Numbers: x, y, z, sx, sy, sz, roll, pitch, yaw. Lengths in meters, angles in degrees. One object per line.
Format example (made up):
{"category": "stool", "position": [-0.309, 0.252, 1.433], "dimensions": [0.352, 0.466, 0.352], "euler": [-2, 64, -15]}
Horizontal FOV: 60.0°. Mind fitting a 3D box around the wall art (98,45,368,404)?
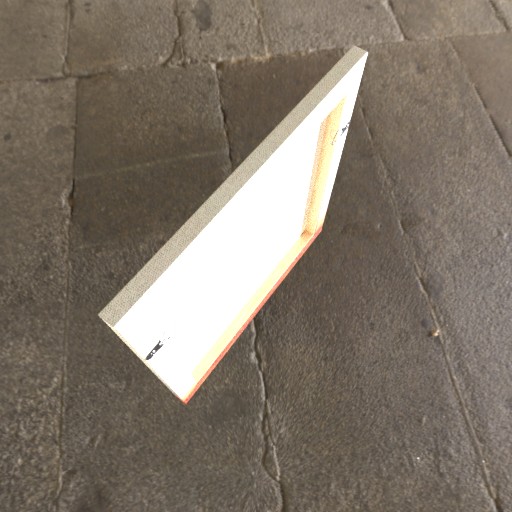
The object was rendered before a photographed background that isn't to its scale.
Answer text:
{"category": "wall art", "position": [0.000, 0.000, 1.150], "dimensions": [0.042, 0.760, 0.760], "euler": [34, 68, 16]}
